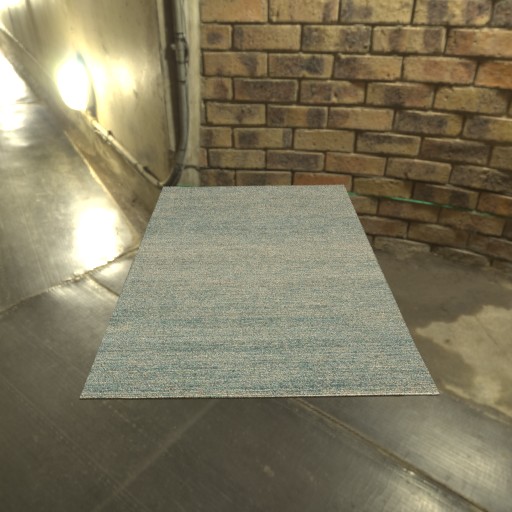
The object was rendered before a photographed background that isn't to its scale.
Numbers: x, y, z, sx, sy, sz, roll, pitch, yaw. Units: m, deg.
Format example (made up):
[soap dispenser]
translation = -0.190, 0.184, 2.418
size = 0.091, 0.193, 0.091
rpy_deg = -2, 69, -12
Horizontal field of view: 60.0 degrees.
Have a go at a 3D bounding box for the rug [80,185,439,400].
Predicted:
[rug]
translation = 0.000, 0.000, 5.139
size = 2.802, 0.052, 4.078
rpy_deg = 0, 32, -1
